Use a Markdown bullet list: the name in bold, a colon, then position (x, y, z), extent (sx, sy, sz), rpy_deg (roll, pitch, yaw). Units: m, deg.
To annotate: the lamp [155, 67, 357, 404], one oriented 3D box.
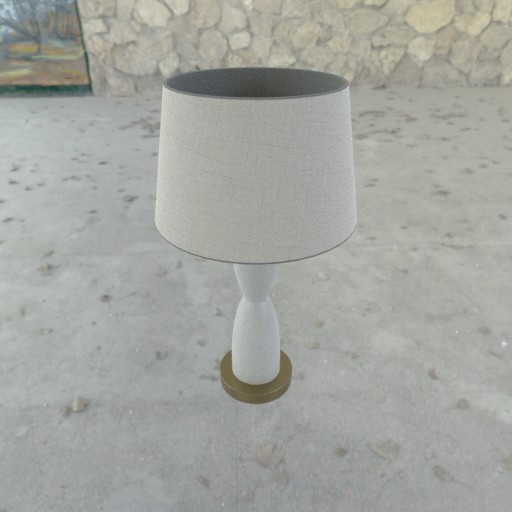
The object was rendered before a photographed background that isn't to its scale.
- **lamp**: position (0.000, 0.000, 0.729), extent (0.309, 0.545, 0.309), rpy_deg (0, 30, 0)
